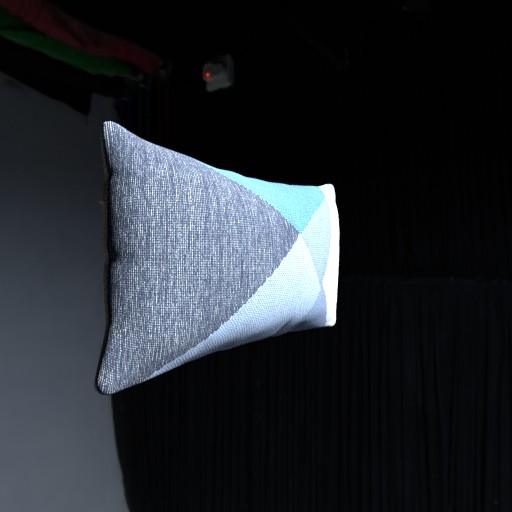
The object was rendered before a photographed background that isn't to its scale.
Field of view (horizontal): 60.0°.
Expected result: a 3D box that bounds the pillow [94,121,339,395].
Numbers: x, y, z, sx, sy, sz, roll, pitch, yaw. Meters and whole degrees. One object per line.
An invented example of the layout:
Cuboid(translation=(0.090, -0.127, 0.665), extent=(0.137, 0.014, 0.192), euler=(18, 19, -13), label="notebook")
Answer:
Cuboid(translation=(0.000, 0.000, 0.724), extent=(0.148, 0.307, 0.604), euler=(0, 0, 35), label="pillow")
